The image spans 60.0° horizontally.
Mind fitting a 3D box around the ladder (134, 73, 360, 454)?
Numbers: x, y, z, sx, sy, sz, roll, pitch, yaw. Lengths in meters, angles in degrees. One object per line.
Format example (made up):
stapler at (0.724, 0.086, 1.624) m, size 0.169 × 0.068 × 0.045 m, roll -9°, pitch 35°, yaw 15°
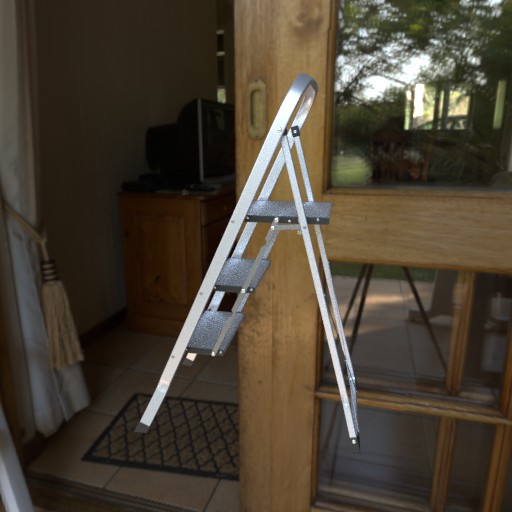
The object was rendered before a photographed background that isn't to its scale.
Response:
ladder at (0.000, 0.000, 1.427) m, size 0.704 × 1.070 × 0.465 m, roll 3°, pitch 15°, yaw 10°
